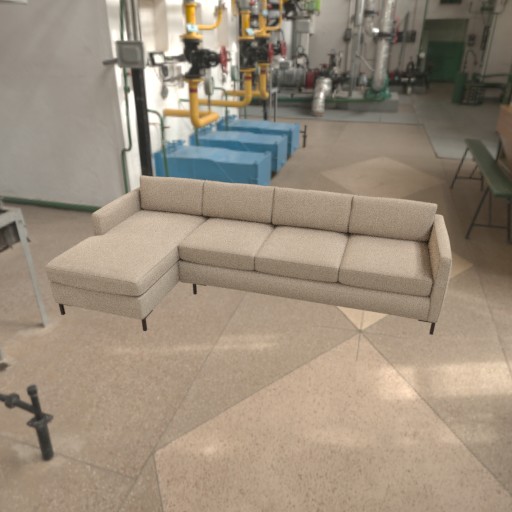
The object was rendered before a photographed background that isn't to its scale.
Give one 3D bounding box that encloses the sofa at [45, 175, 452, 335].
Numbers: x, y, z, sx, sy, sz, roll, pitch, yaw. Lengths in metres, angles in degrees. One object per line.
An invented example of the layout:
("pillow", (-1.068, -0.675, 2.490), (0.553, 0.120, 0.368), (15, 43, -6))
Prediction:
("sofa", (0.000, 0.000, 3.584), (2.923, 0.816, 1.469), (8, 28, 15))
